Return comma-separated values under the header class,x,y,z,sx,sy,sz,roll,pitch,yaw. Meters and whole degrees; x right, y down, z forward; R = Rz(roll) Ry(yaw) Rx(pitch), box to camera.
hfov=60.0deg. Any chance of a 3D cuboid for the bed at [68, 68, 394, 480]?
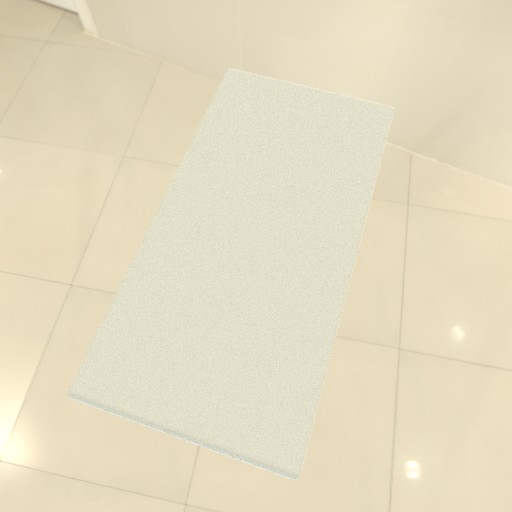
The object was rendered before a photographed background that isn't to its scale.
class,x,y,z,sx,sy,sz,roll,pitch,yaw
bed,0.000,0.000,2.335,0.961,0.616,1.902,17,66,8
